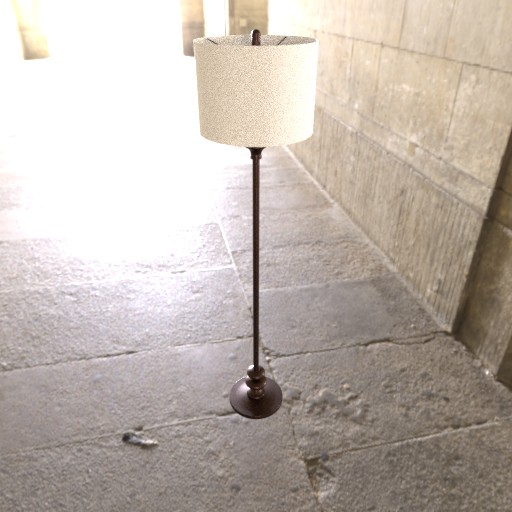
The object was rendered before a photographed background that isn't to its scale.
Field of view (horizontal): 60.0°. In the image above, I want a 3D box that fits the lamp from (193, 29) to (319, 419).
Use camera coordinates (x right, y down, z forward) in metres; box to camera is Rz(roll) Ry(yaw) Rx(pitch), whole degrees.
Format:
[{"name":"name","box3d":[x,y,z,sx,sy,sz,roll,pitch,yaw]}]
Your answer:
[{"name":"lamp","box3d":[0.000,0.000,1.629,0.356,1.487,0.356,18,35,27]}]
